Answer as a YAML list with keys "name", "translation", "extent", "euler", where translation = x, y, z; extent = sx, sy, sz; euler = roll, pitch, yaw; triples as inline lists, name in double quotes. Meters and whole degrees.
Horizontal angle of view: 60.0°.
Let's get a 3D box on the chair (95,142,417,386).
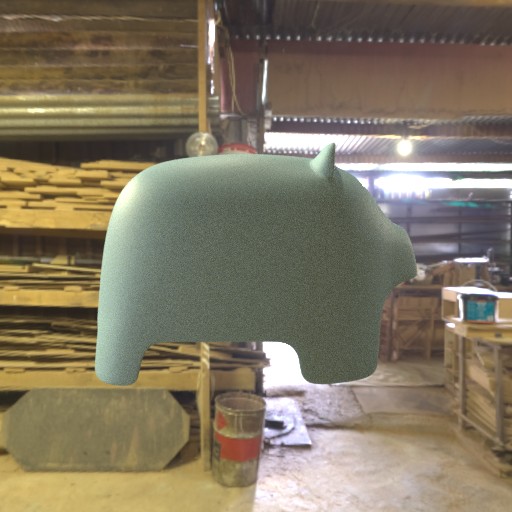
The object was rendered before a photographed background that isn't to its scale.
- name: "chair"
  translation: [0.000, 0.000, 0.897]
  extent: [0.619, 0.423, 0.364]
  euler: [0, 1, 0]
